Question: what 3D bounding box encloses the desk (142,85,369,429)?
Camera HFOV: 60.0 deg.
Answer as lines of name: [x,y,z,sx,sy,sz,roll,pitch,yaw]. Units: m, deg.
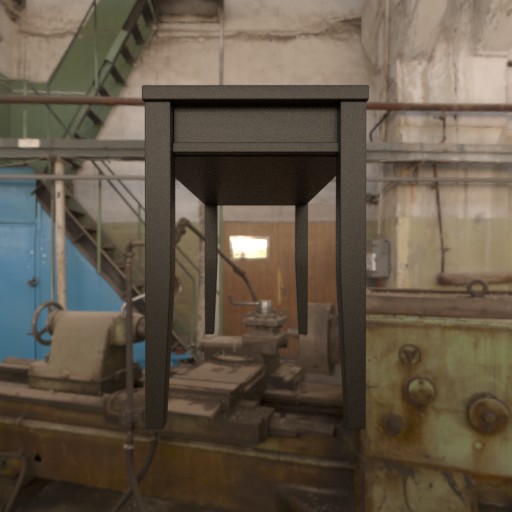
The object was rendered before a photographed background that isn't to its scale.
desk: [0.000,0.000,1.600,0.508,0.775,1.220,0,0,0]
